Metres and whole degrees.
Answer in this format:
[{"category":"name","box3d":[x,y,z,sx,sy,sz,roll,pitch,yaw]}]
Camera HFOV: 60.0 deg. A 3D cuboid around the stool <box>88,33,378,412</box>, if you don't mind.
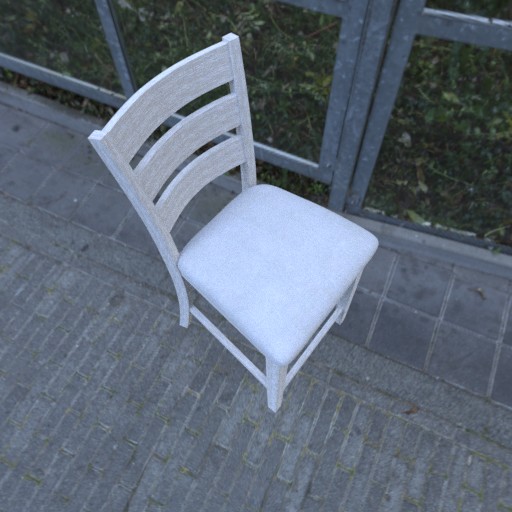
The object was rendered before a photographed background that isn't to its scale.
[{"category":"stool","box3d":[0.000,0.000,1.335,0.569,1.032,0.484,34,65,19]}]
